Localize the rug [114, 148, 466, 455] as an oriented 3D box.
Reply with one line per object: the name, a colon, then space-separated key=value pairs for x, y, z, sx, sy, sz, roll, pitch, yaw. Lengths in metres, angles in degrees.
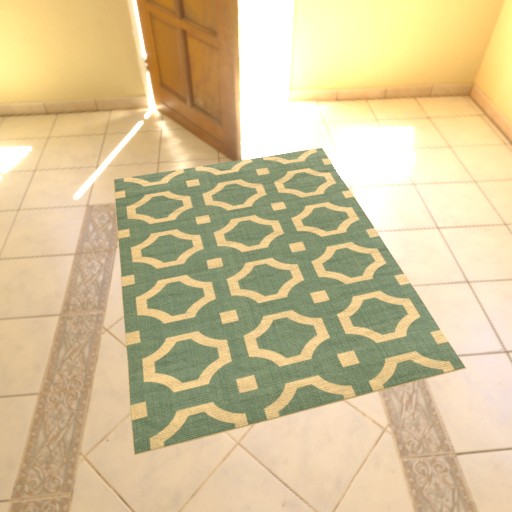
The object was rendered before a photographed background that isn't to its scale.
rug: x=0.000 y=0.000 z=4.120 sx=2.466 sy=0.021 sz=3.049 roll=-11 pitch=48 yaw=-10
